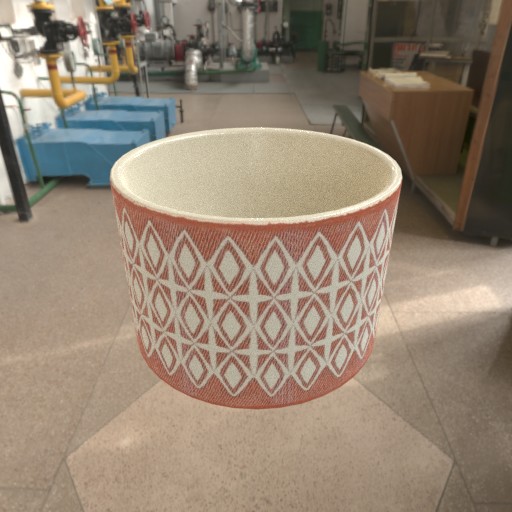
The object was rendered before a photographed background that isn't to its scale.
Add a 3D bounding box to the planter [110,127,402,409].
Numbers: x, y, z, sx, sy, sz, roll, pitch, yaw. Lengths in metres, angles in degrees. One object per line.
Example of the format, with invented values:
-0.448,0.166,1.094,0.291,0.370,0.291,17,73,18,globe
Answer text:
0.000,0.000,0.338,0.192,0.148,0.192,0,30,0,planter
